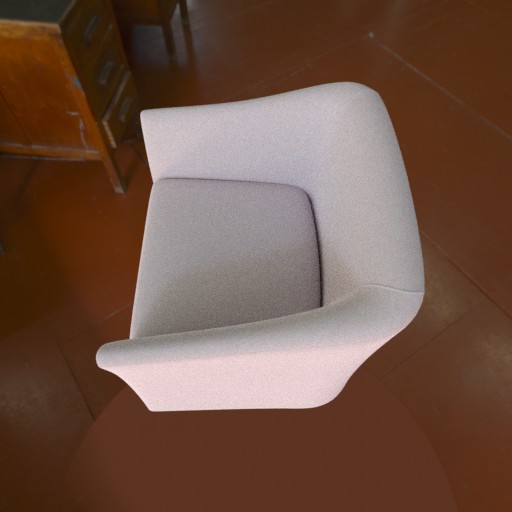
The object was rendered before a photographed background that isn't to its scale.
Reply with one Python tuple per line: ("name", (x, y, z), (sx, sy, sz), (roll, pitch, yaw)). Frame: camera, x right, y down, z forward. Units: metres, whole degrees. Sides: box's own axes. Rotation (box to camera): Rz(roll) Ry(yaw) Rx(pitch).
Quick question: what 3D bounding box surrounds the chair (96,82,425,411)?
("chair", (0.000, 0.000, 1.314), (0.700, 0.720, 0.790), (0, 59, 0))
